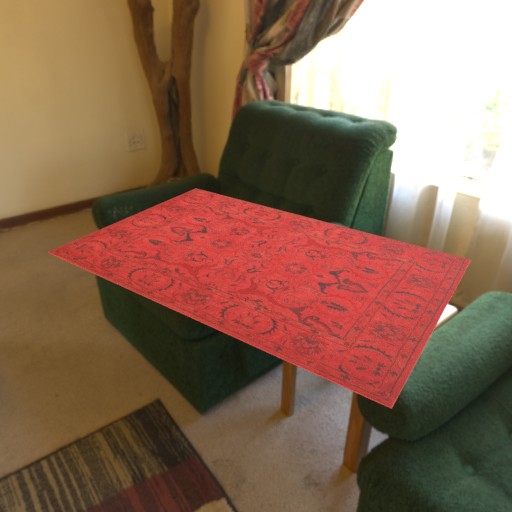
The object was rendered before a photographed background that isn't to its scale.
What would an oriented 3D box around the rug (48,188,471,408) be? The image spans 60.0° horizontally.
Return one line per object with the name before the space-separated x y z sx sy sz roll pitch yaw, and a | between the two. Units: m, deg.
rug | 0.000 0.000 2.999 2.423 0.010 1.534 18 34 30
